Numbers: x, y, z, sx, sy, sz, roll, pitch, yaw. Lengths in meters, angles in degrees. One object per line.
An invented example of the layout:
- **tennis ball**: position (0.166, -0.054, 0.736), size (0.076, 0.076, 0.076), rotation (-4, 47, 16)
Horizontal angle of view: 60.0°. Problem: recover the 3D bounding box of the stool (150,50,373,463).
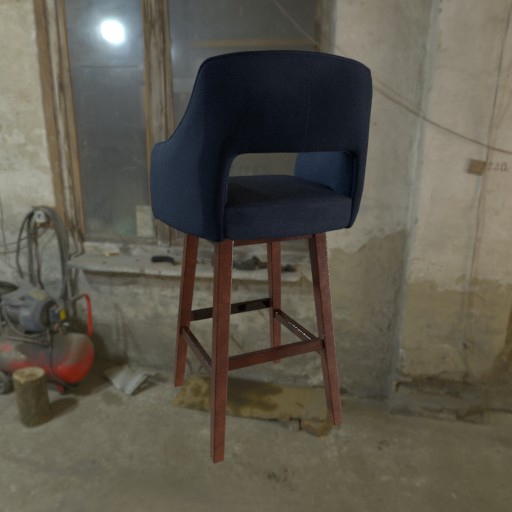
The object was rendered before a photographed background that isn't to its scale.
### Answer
- **stool**: position (0.000, 0.000, 1.316), size (0.550, 1.041, 0.560), rotation (-7, 17, -24)
